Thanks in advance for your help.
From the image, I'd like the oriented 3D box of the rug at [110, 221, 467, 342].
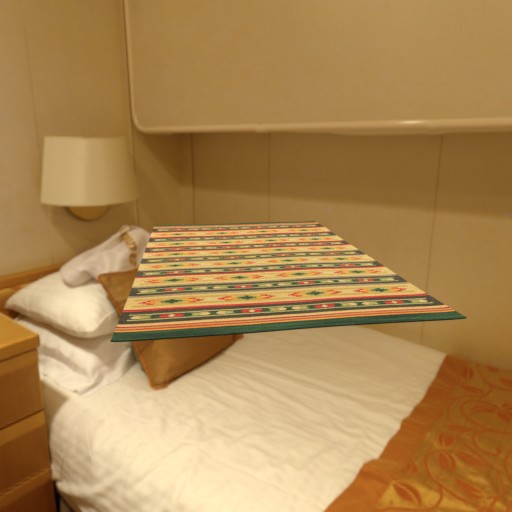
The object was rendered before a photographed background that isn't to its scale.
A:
[{"bbox_3d":[0.000,0.000,3.006,1.520,0.011,2.447,-2,15,-8],"label":"rug"}]
